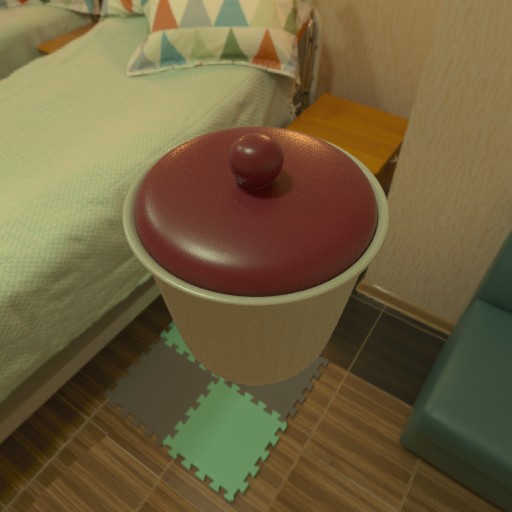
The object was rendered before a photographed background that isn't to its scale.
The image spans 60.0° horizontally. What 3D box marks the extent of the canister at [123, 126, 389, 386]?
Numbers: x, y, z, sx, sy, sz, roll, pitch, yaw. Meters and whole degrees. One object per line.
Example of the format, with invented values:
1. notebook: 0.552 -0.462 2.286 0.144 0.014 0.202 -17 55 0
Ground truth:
1. canister: 0.000 0.000 0.349 0.181 0.211 0.181 0 48 0
